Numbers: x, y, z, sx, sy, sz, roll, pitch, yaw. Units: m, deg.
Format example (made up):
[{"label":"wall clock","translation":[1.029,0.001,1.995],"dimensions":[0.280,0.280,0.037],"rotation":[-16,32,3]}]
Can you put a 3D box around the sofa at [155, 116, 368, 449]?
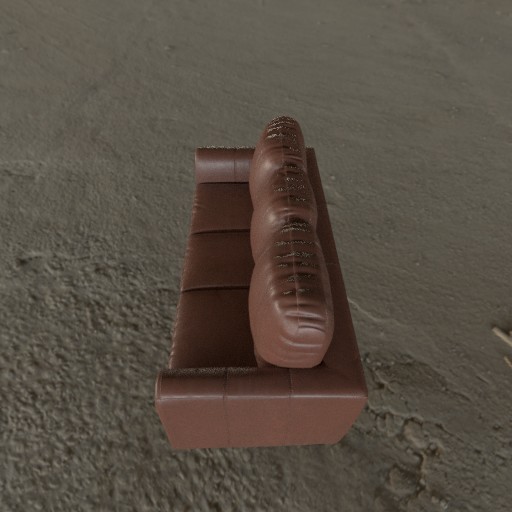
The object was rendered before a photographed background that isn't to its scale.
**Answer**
[{"label":"sofa","translation":[0.000,0.000,2.380],"dimensions":[0.802,0.915,1.862],"rotation":[-1,43,-1]}]
